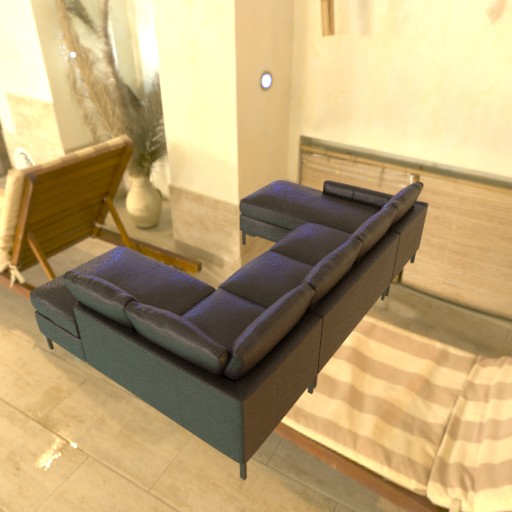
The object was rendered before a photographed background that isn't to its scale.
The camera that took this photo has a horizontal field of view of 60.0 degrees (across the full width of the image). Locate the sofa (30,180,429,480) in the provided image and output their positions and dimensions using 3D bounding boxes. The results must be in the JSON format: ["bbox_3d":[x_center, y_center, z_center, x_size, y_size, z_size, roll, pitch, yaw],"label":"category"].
[{"bbox_3d":[0.000,0.000,3.749,1.939,0.900,2.956,20,36,30],"label":"sofa"}]
